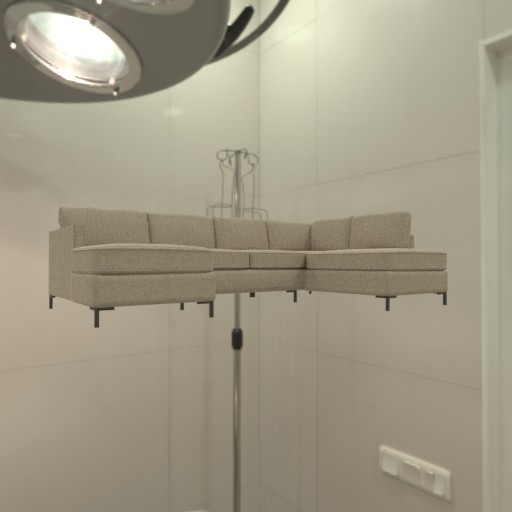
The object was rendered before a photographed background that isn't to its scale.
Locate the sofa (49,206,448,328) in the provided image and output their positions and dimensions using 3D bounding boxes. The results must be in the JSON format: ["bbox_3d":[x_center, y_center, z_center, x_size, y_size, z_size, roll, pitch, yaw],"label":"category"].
[{"bbox_3d":[0.000,0.000,4.333,3.423,0.996,2.021,1,-1,-36],"label":"sofa"}]
